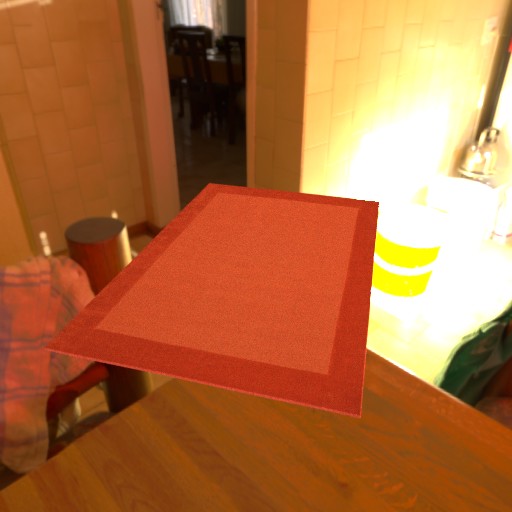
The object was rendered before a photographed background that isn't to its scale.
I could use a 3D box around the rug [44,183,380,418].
[{"bbox_3d":[0.000,0.000,2.353,1.219,0.014,1.829,8,31,13],"label":"rug"}]
